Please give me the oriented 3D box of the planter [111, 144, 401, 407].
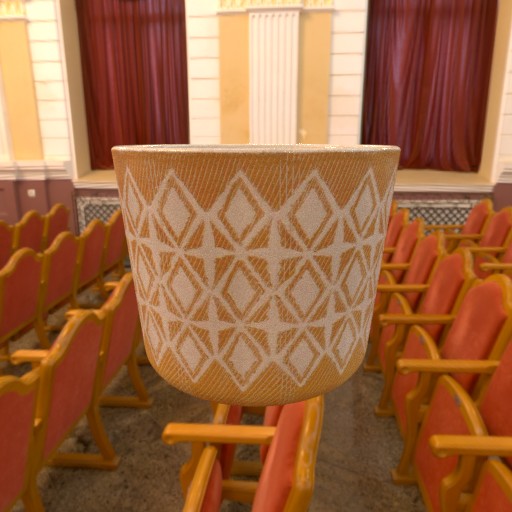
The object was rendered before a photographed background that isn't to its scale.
[{"bbox_3d":[0.000,0.000,0.216,0.126,0.104,0.126,0,15,0],"label":"planter"}]
